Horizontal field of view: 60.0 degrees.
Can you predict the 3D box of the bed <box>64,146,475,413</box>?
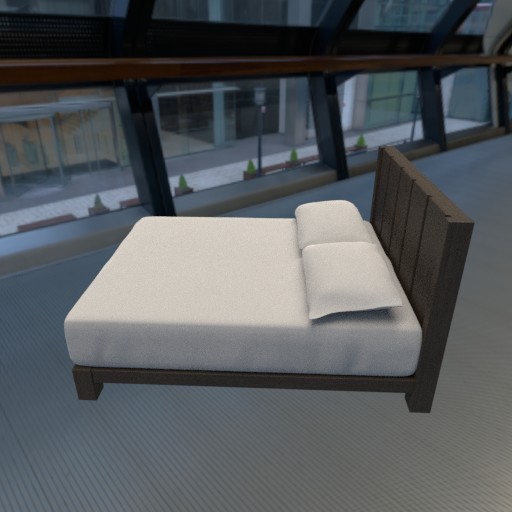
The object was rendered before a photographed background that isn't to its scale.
[{"bbox_3d":[0.000,0.000,3.285,2.242,1.270,1.727,1,26,2],"label":"bed"}]
